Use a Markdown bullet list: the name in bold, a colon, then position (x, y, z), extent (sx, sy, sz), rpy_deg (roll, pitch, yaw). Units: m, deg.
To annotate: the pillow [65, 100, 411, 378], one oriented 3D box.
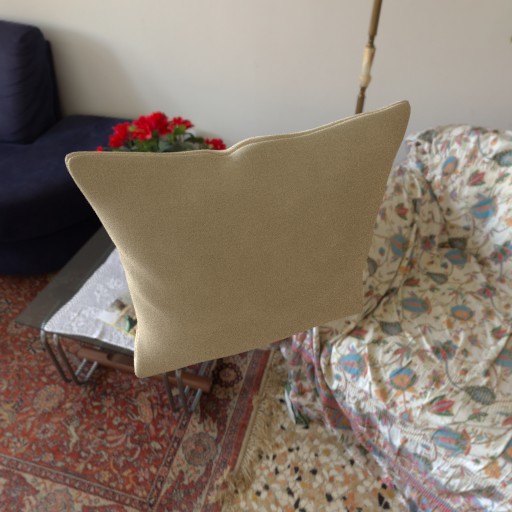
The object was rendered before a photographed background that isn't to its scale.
- **pillow**: position (0.000, 0.000, 0.666), extent (0.437, 0.420, 0.162), rpy_deg (-14, 44, -15)
